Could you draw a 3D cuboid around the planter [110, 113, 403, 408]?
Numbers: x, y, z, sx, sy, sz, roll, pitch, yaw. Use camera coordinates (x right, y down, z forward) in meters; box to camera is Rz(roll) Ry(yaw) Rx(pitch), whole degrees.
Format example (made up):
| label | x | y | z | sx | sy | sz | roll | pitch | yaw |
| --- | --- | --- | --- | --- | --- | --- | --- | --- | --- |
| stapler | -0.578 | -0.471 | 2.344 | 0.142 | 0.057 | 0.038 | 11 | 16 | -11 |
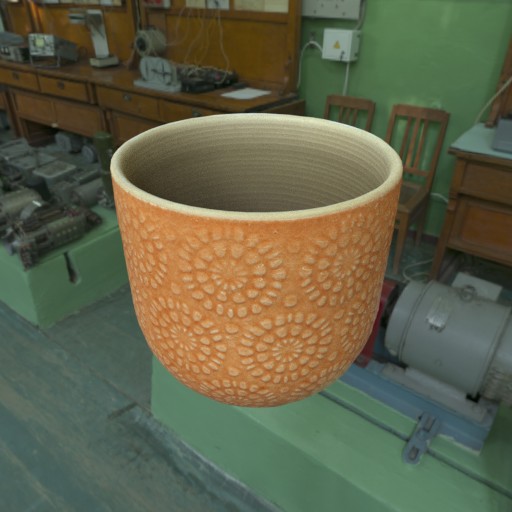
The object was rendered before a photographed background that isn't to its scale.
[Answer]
| label | x | y | z | sx | sy | sz | roll | pitch | yaw |
| --- | --- | --- | --- | --- | --- | --- | --- | --- | --- |
| planter | 0.000 | 0.000 | 0.294 | 0.170 | 0.152 | 0.170 | 0 | 32 | 0 |
